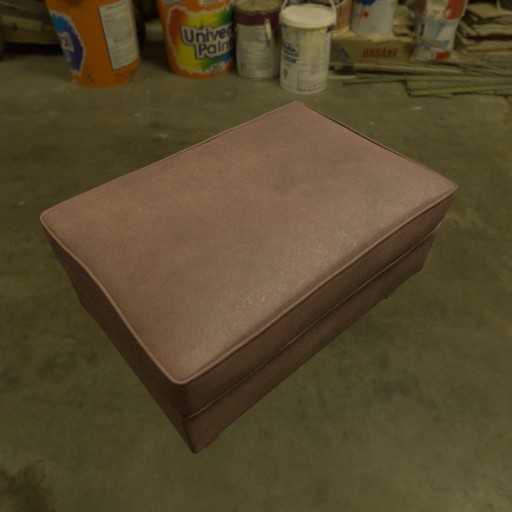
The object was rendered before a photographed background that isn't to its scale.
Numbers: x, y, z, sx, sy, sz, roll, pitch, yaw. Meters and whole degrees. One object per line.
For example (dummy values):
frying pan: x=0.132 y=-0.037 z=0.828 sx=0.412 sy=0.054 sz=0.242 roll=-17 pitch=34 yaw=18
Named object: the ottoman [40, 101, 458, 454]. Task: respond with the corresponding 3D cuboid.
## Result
ottoman: x=0.000 y=0.000 z=1.196 sx=0.860 sy=0.481 sz=0.596 roll=-32 pitch=54 yaw=-27
